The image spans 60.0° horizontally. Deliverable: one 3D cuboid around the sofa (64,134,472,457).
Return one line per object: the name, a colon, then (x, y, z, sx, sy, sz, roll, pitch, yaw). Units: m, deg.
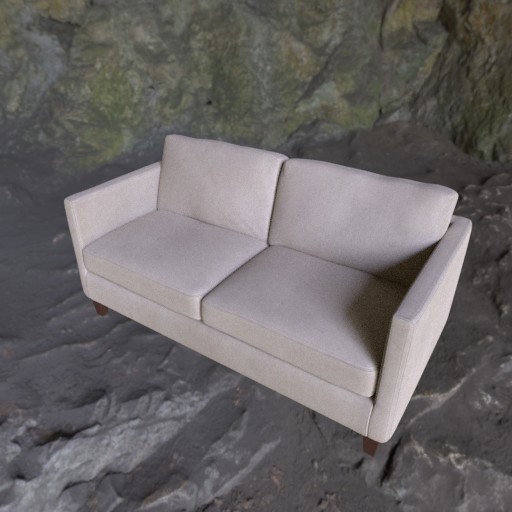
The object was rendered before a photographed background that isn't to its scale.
sofa: (0.000, 0.000, 2.305, 1.846, 0.940, 0.950, 19, 35, 29)
